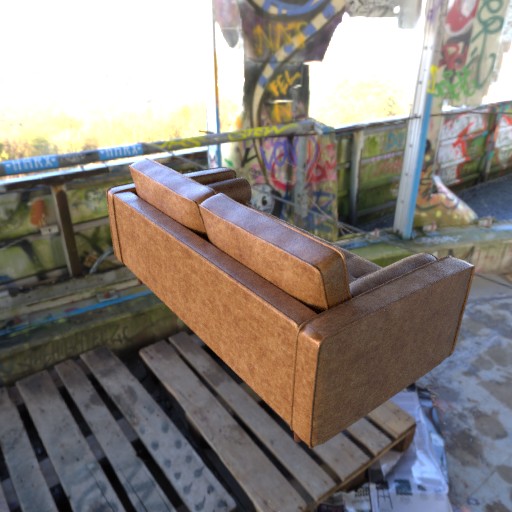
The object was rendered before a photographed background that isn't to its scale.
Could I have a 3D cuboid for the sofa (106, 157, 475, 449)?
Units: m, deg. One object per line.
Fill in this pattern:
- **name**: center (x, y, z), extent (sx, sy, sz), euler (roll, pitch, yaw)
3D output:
- **sofa**: center (0.000, 0.000, 2.379), extent (0.924, 0.825, 1.920), euler (-18, 32, -32)
